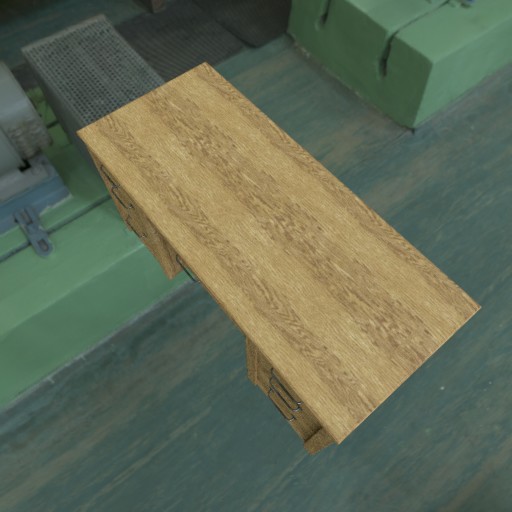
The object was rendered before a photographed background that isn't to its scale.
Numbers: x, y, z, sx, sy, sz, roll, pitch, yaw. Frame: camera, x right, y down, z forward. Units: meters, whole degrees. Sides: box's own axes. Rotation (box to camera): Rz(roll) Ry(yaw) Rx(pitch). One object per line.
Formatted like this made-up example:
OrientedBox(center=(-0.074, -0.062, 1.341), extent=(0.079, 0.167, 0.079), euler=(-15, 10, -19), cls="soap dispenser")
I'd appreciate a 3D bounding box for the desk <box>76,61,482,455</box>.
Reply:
OrientedBox(center=(0.000, 0.000, 2.005), extent=(0.685, 0.751, 1.567), euler=(-36, 68, -17), cls="desk")
